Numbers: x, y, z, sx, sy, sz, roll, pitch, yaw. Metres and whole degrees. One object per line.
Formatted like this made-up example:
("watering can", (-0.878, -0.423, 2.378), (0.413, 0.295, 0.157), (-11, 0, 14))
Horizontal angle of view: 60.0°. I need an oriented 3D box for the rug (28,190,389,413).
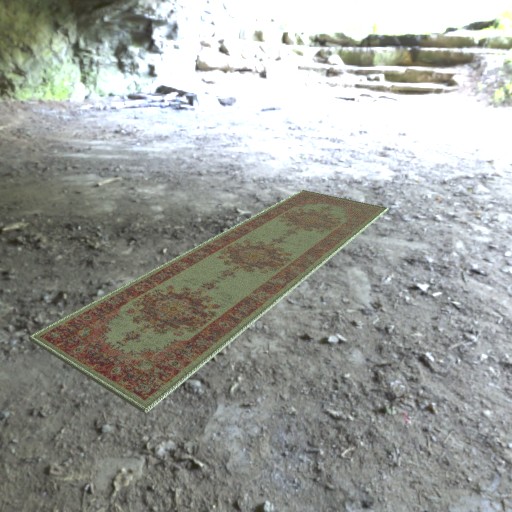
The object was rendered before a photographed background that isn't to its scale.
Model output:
("rug", (0.000, 0.000, 1.976), (0.562, 0.009, 1.824), (18, 32, 31))
